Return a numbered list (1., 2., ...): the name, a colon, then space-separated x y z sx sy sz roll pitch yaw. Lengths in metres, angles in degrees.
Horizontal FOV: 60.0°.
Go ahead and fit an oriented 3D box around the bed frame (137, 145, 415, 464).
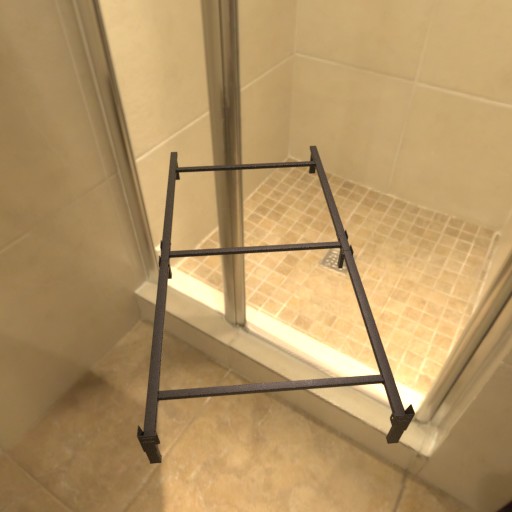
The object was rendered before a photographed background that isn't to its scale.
1. bed frame: 0.000 0.000 2.276 0.968 0.248 1.897 -3 45 -3
